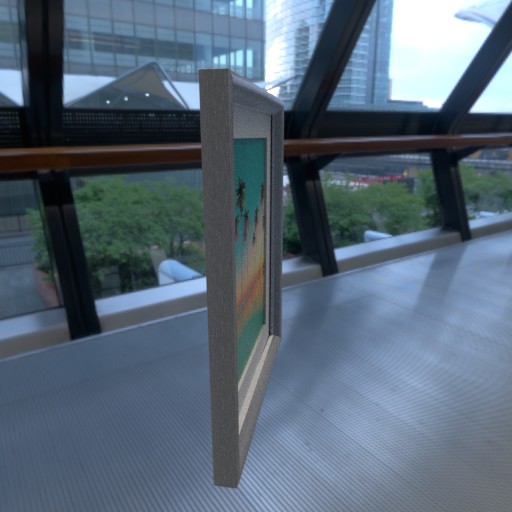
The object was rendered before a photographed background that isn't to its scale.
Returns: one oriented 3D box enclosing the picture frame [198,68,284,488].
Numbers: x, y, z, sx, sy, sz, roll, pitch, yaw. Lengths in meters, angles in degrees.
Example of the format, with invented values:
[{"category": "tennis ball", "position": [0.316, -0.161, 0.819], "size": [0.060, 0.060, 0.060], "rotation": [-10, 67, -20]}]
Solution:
[{"category": "picture frame", "position": [0.000, 0.000, 0.536], "size": [0.027, 0.378, 0.327], "rotation": [3, 15, 10]}]
